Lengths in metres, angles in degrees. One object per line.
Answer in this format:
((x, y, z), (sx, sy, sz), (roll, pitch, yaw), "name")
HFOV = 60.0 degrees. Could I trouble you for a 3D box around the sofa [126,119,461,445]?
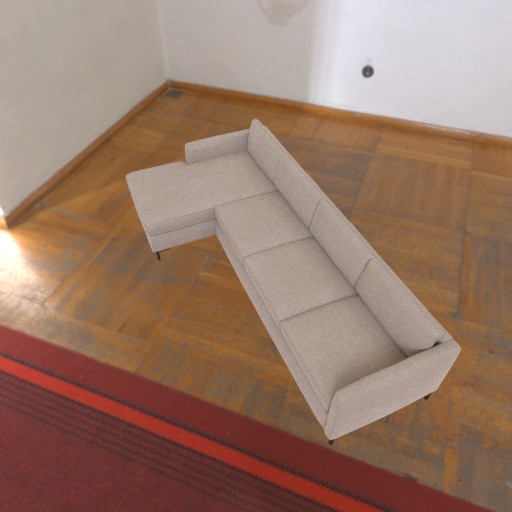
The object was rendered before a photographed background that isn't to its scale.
((0.000, 0.000, 3.534), (1.469, 0.816, 2.923), (-18, 49, -16), "sofa")
